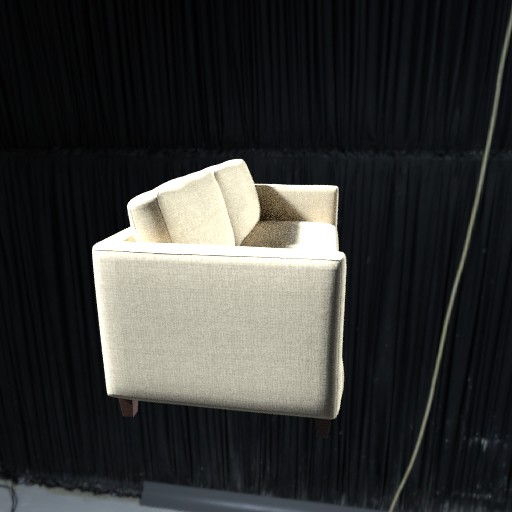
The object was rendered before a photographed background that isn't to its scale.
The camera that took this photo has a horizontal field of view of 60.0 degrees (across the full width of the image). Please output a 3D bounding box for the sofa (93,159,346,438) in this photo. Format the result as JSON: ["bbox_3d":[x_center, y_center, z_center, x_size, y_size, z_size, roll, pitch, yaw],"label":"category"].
[{"bbox_3d":[0.000,0.000,2.489,0.950,0.963,1.884,3,17,9],"label":"sofa"}]
